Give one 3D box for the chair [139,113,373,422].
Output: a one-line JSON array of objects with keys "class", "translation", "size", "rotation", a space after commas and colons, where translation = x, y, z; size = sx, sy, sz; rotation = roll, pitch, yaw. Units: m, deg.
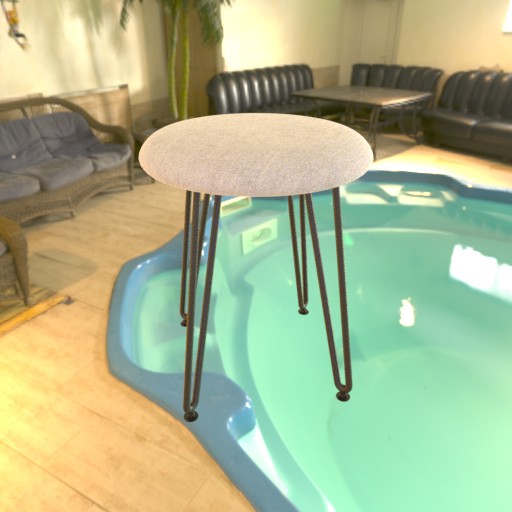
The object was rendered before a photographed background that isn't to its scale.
[{"class": "chair", "translation": [0.000, 0.000, 0.672], "size": [0.350, 0.386, 0.350], "rotation": [18, 32, 31]}]
